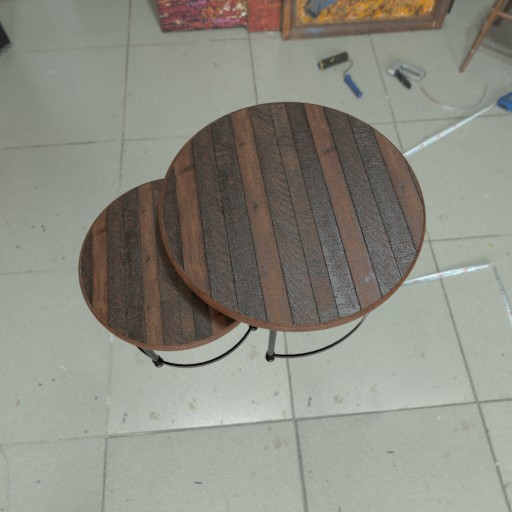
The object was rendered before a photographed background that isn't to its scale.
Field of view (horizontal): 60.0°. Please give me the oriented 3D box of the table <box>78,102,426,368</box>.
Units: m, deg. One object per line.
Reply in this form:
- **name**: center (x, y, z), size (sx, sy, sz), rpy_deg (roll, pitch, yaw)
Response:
- **table**: center (0.000, 0.000, 1.641), size (1.152, 0.516, 0.870), rpy_deg (-32, 68, -14)
